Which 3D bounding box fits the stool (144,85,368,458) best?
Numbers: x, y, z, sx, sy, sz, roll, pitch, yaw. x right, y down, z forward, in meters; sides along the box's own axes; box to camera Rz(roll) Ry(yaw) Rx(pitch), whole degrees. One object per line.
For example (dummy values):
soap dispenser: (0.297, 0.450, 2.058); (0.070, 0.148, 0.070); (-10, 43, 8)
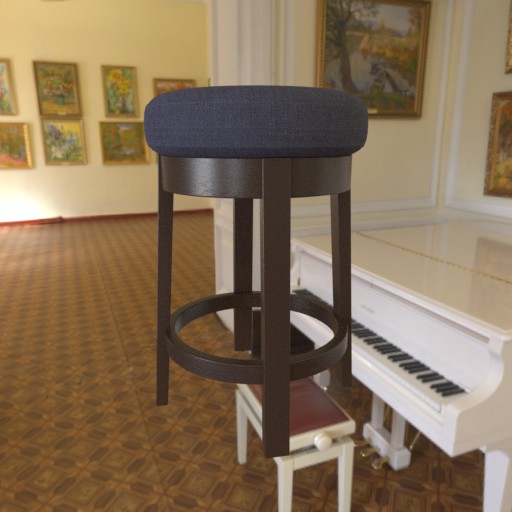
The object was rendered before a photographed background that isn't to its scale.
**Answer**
stool: (0.000, 0.000, 0.941); (0.449, 0.655, 0.449); (0, 15, 0)
